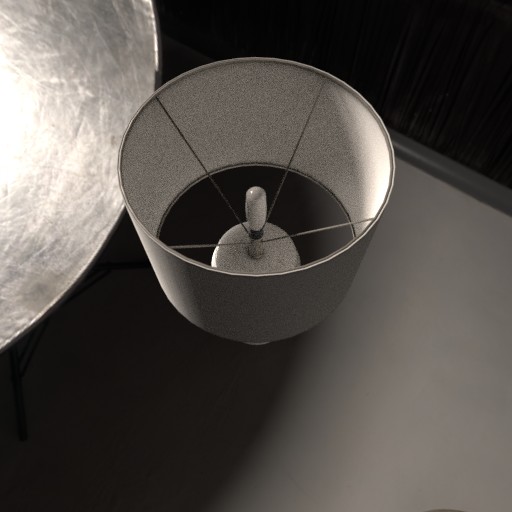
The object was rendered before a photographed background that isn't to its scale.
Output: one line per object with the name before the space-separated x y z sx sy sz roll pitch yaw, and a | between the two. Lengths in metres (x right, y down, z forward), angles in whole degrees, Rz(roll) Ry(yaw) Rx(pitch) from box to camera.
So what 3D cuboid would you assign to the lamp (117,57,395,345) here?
lamp | 0.000 0.000 0.713 0.310 0.502 0.310 0 62 0
